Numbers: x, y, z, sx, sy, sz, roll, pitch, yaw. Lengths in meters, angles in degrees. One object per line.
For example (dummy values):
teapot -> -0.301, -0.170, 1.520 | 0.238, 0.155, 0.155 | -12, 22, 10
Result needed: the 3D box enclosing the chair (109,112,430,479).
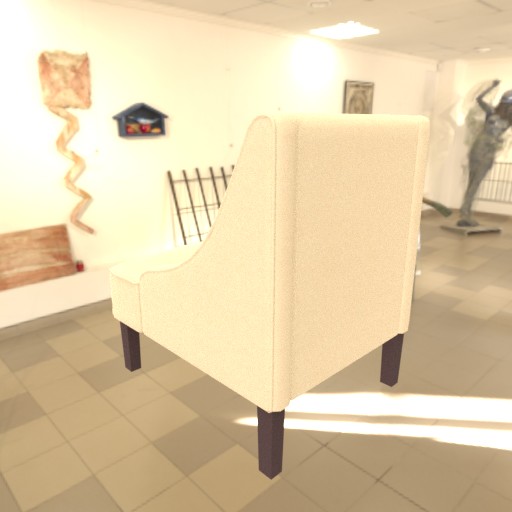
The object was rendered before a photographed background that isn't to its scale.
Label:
chair -> 0.000, 0.000, 1.468 | 0.689, 0.886, 0.806 | -16, 23, -42
